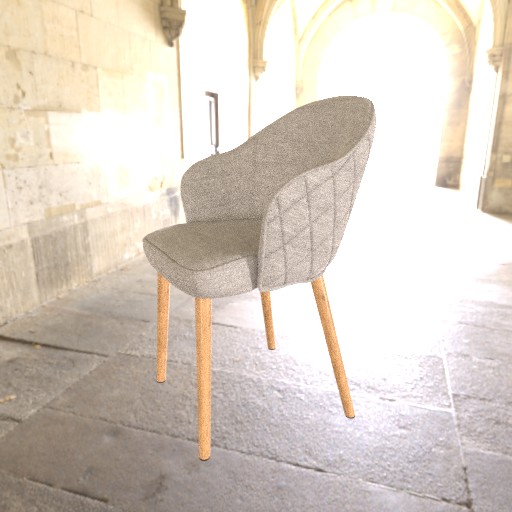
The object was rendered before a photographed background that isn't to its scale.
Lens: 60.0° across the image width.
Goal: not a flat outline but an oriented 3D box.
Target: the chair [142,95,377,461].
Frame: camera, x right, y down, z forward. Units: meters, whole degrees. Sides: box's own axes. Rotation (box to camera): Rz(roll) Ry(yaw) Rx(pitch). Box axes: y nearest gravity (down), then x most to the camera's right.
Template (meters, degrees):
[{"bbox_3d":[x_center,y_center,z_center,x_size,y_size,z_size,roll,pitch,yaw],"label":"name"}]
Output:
[{"bbox_3d":[0.000,0.000,1.147,0.530,0.800,0.540,-8,17,-26],"label":"chair"}]
